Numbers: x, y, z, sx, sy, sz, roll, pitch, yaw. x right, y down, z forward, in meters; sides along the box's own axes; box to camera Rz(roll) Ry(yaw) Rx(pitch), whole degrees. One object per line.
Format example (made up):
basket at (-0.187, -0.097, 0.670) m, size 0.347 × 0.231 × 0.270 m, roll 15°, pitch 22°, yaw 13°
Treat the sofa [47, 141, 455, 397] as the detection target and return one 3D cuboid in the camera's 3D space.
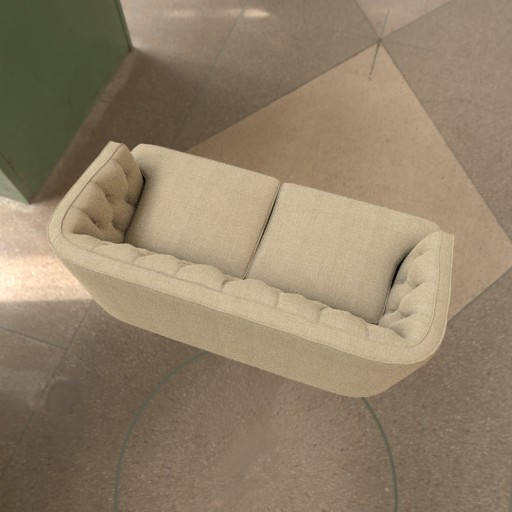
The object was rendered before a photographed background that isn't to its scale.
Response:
sofa at (0.000, 0.000, 2.227) m, size 1.733 × 0.855 × 0.941 m, roll 17°, pitch 65°, yaw 8°
